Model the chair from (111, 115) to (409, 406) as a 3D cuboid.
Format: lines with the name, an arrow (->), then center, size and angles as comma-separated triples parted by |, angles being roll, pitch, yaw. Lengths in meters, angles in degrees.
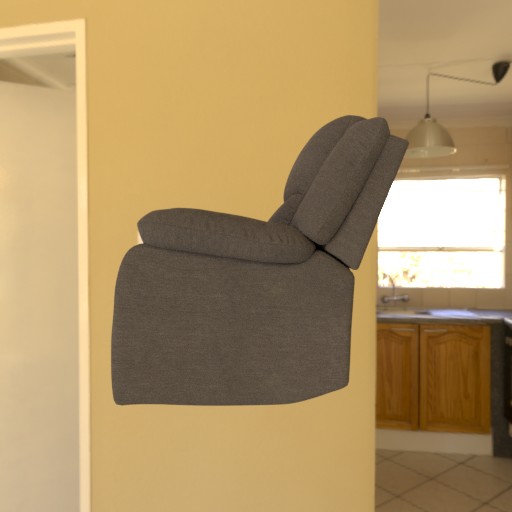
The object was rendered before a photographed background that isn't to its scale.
chair -> 0.000, 0.000, 1.754 | 0.944, 1.008, 0.899 | 0, 1, 0
